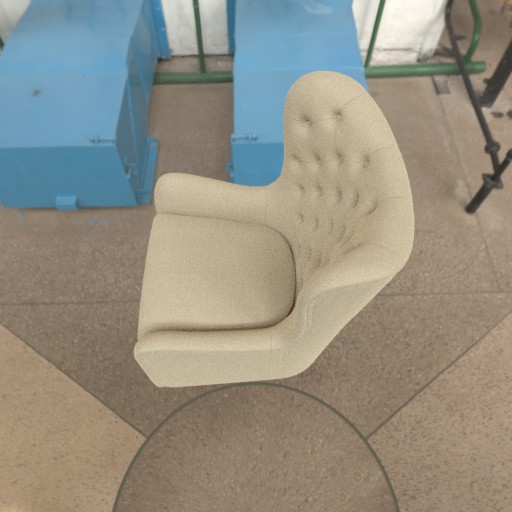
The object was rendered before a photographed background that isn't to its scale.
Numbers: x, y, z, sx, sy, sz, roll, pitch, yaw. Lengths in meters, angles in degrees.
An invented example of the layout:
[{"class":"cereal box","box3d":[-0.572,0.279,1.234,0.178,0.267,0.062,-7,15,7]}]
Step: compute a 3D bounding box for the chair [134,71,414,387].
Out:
[{"class":"chair","box3d":[0.000,0.000,1.737,0.929,1.079,0.831,-1,58,0]}]
